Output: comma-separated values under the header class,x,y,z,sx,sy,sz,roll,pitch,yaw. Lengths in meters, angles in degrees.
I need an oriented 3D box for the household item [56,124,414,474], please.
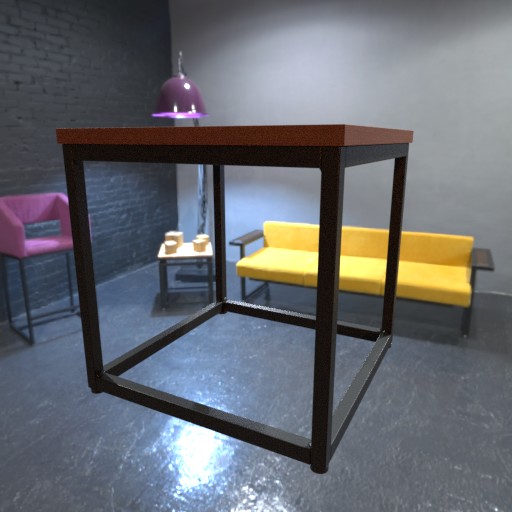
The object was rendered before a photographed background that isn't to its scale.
class,x,y,z,sx,sy,sz,roll,pitch,yaw
household item,0.000,0.000,0.730,0.400,0.400,0.400,8,17,27
